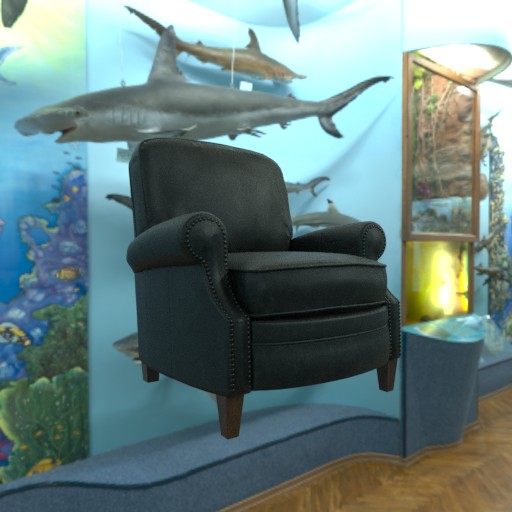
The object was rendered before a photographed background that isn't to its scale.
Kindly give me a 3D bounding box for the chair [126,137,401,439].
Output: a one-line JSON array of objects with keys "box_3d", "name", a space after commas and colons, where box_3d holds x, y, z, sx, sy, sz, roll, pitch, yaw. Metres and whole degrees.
[{"box_3d": [0.000, 0.000, 1.762, 0.936, 1.018, 0.986, -1, 1, -36], "name": "chair"}]
